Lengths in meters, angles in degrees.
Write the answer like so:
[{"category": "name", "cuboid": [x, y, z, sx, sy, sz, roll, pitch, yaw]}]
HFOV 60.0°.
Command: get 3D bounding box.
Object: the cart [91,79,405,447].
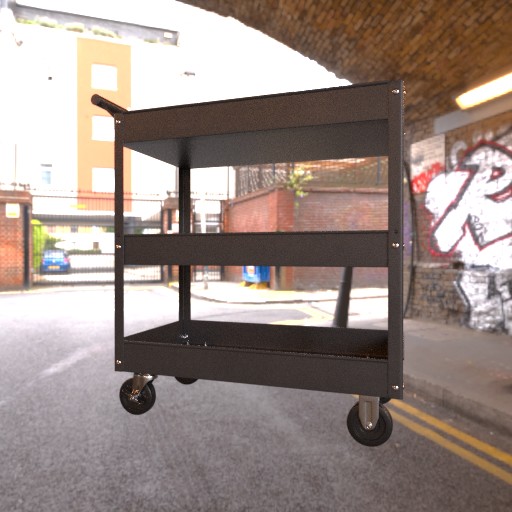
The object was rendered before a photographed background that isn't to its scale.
[{"category": "cart", "cuboid": [0.000, 0.000, 1.131, 0.719, 0.780, 0.366, 0, 0, 18]}]
